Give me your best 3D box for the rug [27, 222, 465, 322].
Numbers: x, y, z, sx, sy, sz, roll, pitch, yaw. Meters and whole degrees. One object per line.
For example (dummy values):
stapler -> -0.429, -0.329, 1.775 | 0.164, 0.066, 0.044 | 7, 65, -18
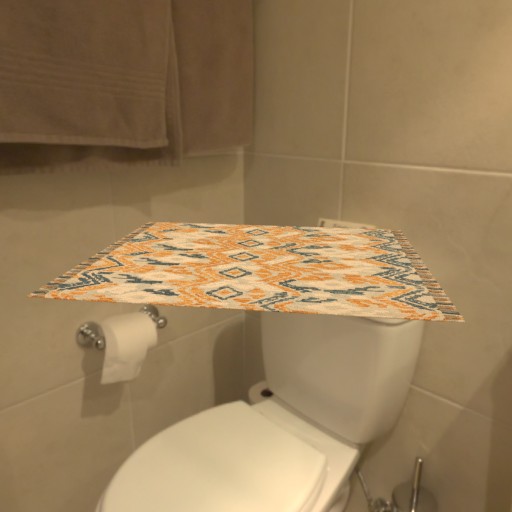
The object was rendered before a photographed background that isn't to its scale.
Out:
rug -> 0.000, 0.000, 4.180 | 3.048, 0.010, 2.439 | 2, 18, 8
